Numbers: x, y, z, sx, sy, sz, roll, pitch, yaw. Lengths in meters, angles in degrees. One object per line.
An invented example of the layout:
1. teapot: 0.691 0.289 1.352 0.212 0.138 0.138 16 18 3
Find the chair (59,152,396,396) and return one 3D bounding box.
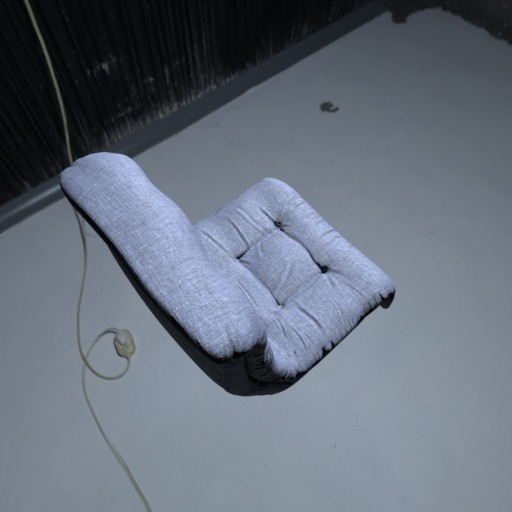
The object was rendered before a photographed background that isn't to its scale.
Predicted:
1. chair: 0.000 0.000 1.203 0.668 0.749 0.597 -35 65 -19
